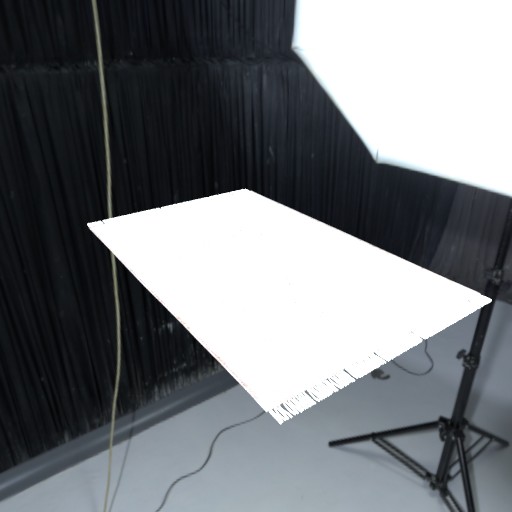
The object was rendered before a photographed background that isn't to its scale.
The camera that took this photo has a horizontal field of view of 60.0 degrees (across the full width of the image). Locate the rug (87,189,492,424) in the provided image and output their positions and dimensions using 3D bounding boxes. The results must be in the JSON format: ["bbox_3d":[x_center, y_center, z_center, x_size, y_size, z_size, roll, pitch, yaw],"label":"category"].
[{"bbox_3d":[0.000,0.000,2.969,1.528,0.010,2.440,-18,32,-31],"label":"rug"}]
